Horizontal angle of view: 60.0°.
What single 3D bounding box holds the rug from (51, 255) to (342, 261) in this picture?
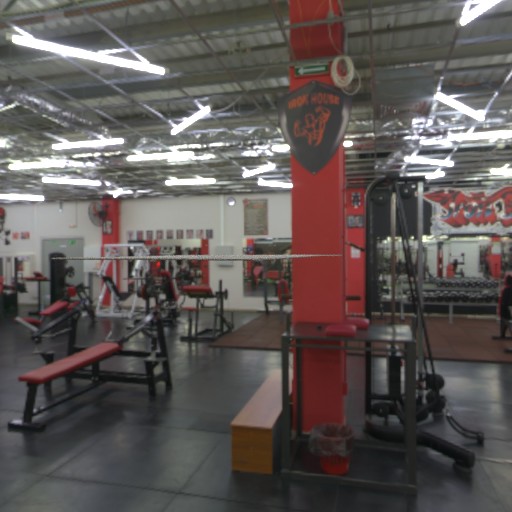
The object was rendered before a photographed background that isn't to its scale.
[{"bbox_3d":[0.000,0.000,2.466,0.697,0.013,2.335,0,0,17],"label":"rug"}]
